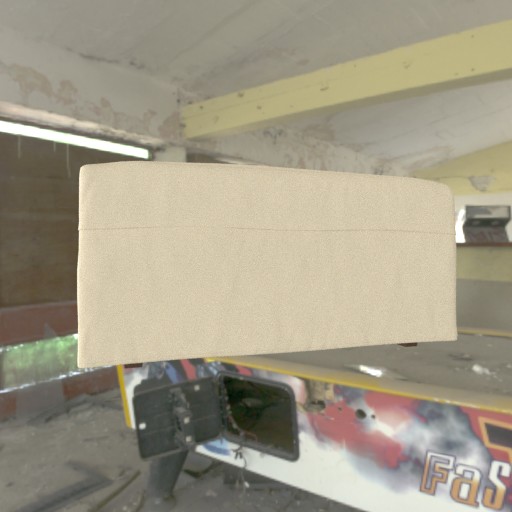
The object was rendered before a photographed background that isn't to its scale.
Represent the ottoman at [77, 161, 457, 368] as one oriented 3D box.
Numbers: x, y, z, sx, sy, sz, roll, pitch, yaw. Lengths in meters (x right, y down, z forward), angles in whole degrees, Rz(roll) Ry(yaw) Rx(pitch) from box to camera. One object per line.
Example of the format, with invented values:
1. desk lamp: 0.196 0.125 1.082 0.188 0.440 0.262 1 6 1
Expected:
1. ottoman: 0.000 0.000 1.201 0.872 0.444 0.590 0 1 -18
